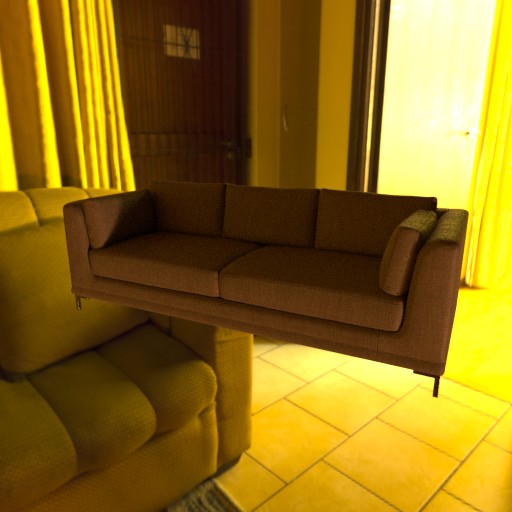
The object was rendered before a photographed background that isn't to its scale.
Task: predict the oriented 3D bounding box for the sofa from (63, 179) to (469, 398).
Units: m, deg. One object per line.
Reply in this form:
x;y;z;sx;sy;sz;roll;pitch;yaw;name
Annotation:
0.000;0.000;2.884;2.415;0.867;0.969;8;17;26;sofa
